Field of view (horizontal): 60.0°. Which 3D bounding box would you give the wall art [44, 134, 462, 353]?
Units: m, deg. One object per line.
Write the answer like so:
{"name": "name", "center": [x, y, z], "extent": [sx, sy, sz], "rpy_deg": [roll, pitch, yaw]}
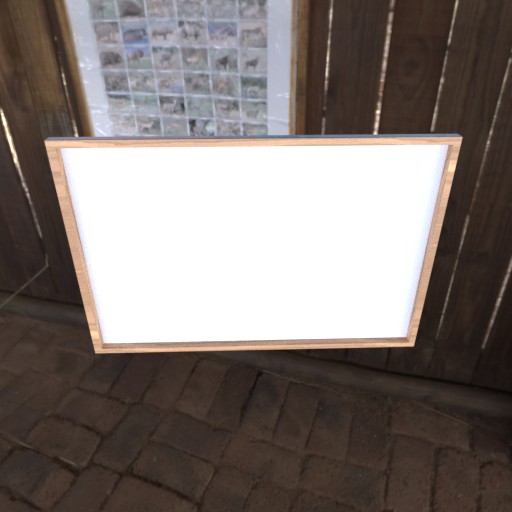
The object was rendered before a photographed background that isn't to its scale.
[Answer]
{"name": "wall art", "center": [0.000, 0.000, 1.407], "extent": [1.137, 0.756, 0.034], "rpy_deg": [-1, 30, -2]}
